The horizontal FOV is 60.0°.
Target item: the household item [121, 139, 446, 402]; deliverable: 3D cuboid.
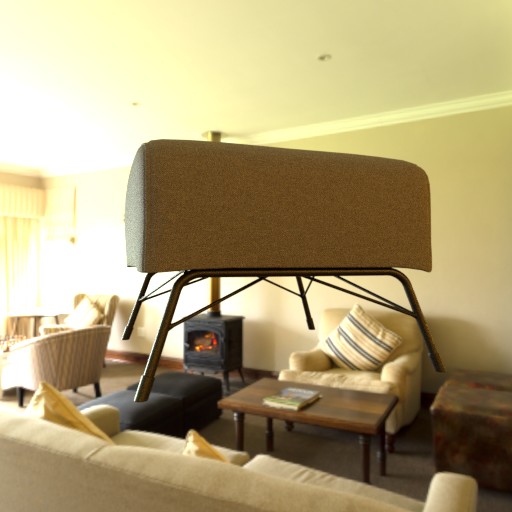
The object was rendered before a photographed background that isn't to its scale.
[{"bbox_3d":[0.000,0.000,0.942,0.530,0.410,0.530,0,-1,-19],"label":"household item"}]
